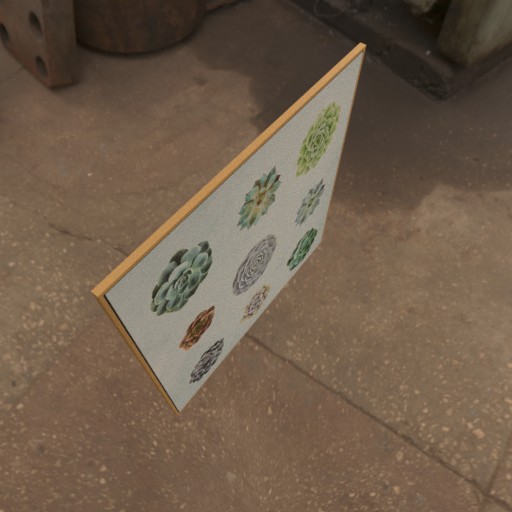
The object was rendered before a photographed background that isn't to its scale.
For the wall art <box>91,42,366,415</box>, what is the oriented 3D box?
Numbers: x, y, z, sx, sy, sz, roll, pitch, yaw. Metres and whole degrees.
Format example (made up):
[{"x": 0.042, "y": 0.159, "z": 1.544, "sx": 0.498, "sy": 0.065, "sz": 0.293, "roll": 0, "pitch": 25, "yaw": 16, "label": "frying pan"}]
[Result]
[{"x": 0.000, "y": 0.000, "z": 0.964, "sx": 0.014, "sy": 0.655, "sz": 0.657, "roll": 33, "pitch": 64, "yaw": 19, "label": "wall art"}]
